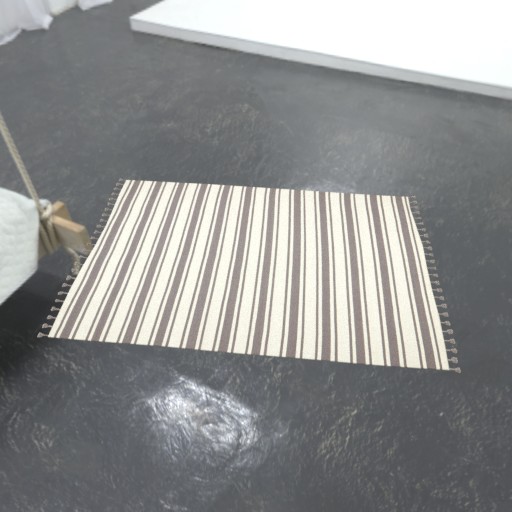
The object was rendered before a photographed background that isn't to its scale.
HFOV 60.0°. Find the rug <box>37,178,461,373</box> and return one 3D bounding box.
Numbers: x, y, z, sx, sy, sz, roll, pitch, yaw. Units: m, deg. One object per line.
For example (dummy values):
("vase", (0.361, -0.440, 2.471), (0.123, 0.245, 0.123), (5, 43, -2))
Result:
("rug", (0.000, 0.000, 3.035), (2.425, 0.014, 1.563), (4, 46, 4))
